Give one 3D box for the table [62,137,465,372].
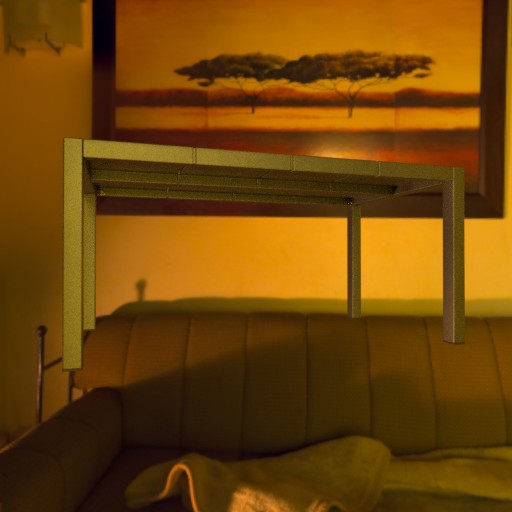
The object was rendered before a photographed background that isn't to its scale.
[{"bbox_3d":[0.000,0.000,1.275,0.965,0.460,0.559,0,-1,-17],"label":"table"}]
